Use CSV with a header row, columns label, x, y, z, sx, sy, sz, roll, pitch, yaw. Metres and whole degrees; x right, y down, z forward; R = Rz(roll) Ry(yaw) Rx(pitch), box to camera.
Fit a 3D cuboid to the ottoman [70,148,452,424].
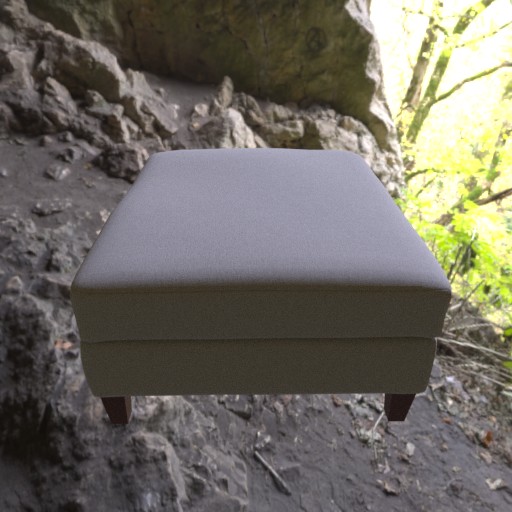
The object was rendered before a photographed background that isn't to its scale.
label,x,y,z,sx,sy,sz,roll,pitch,yaw
ottoman,0.000,0.000,1.423,0.836,0.492,0.976,0,30,-1
